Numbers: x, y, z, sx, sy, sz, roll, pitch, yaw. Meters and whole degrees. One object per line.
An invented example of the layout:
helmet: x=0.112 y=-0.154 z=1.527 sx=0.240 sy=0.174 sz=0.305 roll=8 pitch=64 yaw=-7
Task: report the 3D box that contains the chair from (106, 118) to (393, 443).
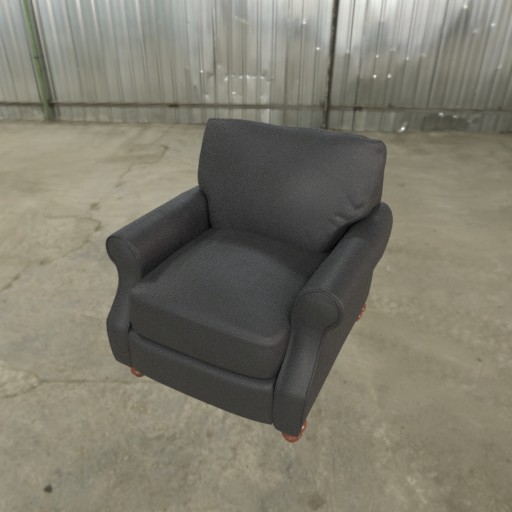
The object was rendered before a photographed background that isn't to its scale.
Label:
chair: x=0.000 y=0.000 z=1.854 sx=1.015 sy=0.960 sz=1.027 roll=17 pitch=34 yaw=28
